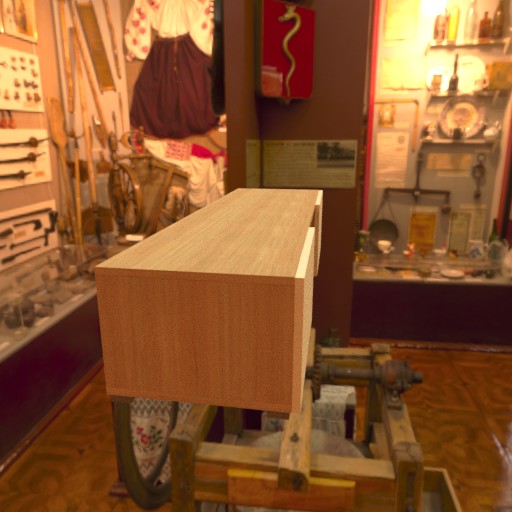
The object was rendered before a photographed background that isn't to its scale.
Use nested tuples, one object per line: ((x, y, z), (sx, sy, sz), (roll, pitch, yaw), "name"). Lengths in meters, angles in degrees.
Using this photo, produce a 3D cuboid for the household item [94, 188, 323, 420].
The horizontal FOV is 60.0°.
((0.000, 0.000, 1.561), (0.420, 0.310, 1.400), (3, 15, 9), "household item")
